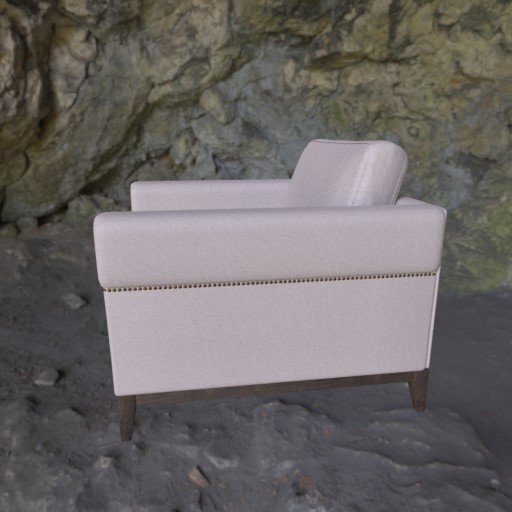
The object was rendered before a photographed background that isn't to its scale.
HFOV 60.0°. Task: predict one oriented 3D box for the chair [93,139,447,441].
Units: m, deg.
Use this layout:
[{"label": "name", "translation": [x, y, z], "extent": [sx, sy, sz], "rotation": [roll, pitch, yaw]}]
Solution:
[{"label": "chair", "translation": [0.000, 0.000, 1.649], "extent": [0.959, 0.838, 0.914], "rotation": [-2, 15, -9]}]
